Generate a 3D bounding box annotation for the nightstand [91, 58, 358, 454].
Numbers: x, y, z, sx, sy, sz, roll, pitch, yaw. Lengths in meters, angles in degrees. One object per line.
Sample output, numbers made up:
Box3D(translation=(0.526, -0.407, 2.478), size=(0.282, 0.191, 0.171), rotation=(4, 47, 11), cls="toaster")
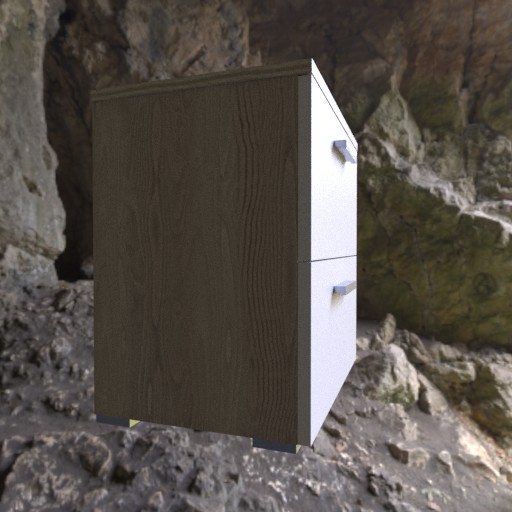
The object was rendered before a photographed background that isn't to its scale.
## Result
Box3D(translation=(0.000, 0.000, 0.766), size=(0.325, 0.461, 0.442), rotation=(0, 1, 19), cls="nightstand")
